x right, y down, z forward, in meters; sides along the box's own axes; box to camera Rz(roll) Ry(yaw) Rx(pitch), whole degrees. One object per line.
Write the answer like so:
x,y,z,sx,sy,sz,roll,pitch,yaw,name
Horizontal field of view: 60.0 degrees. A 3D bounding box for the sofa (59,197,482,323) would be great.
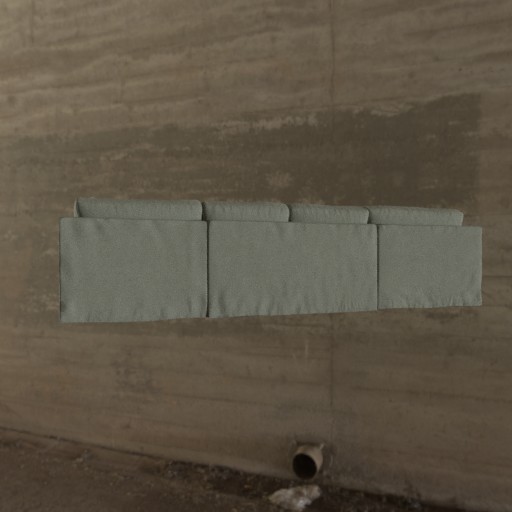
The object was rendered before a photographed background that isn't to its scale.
0.000,0.000,4.498,3.434,0.869,2.440,0,0,-18,sofa
